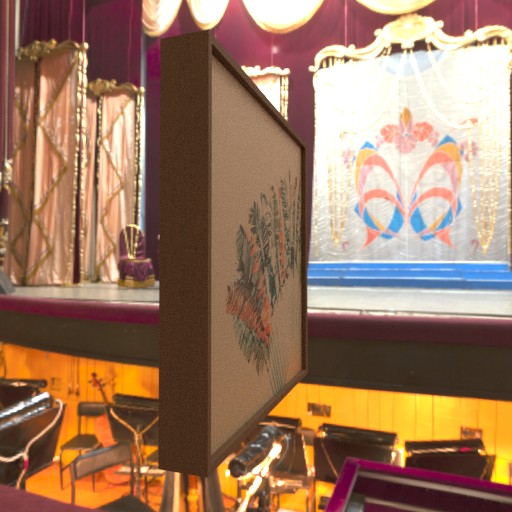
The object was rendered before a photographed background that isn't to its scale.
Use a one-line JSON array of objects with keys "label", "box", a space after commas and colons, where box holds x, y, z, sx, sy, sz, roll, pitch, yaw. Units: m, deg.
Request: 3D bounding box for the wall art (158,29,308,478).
[{"label": "wall art", "box": [0.000, 0.000, 0.449, 0.038, 0.303, 0.304, 0, -1, 19]}]
